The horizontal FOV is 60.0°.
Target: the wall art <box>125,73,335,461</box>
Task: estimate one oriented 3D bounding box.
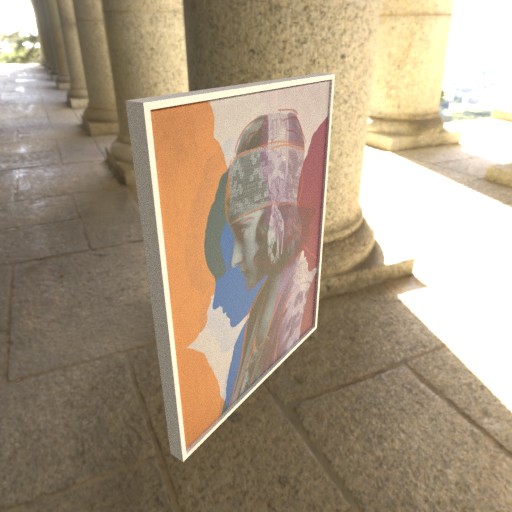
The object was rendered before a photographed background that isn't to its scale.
[{"bbox_3d":[0.000,0.000,0.755,0.030,0.549,0.443,18,32,31],"label":"wall art"}]
